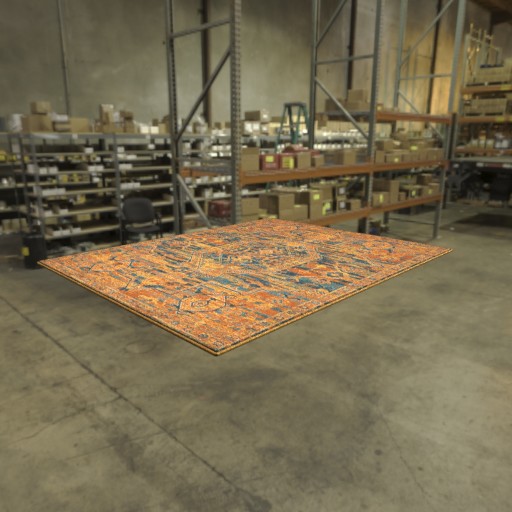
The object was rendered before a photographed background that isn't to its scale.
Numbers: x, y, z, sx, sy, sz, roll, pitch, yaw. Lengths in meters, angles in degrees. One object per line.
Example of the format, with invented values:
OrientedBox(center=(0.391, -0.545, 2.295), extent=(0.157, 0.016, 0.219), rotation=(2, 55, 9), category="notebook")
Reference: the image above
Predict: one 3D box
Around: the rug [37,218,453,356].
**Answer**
OrientedBox(center=(0.000, 0.000, 4.121), extent=(2.435, 0.031, 3.040), rotation=(15, 21, 43), category="rug")
